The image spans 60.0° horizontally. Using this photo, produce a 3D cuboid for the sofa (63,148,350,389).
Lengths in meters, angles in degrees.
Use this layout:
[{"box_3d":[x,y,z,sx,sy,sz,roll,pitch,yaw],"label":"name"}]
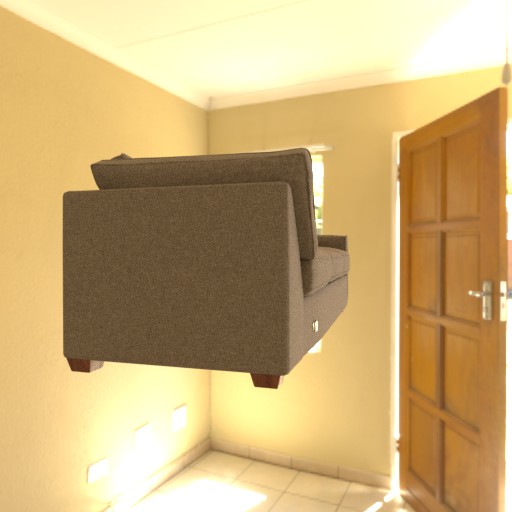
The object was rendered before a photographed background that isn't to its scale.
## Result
[{"box_3d":[0.000,0.000,2.831,1.061,0.962,2.317,0,1,17],"label":"sofa"}]
